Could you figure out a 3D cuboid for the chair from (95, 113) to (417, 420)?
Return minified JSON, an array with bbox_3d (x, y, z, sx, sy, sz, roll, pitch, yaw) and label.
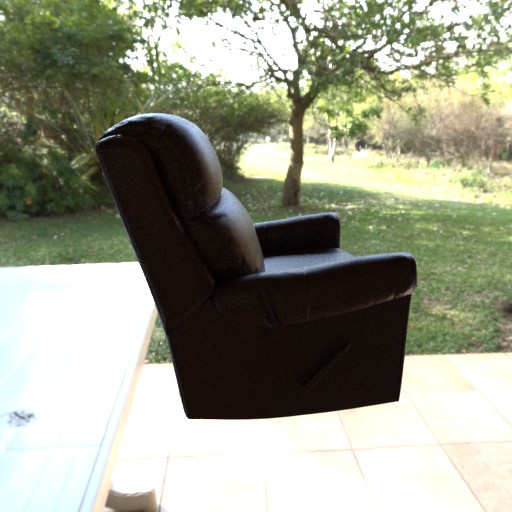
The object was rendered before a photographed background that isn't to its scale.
[{"bbox_3d":[0.000,0.000,1.737,1.014,1.054,0.838,-3,17,-9],"label":"chair"}]
